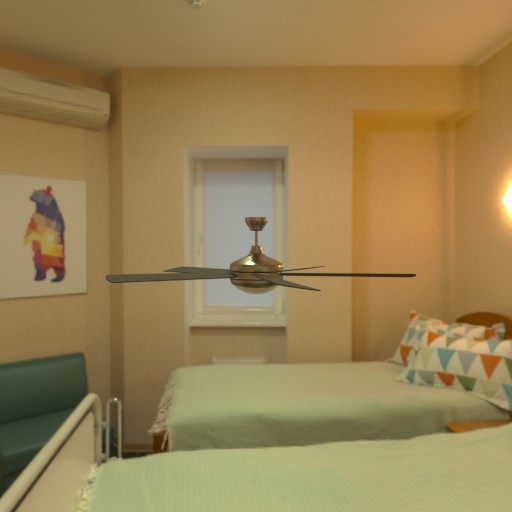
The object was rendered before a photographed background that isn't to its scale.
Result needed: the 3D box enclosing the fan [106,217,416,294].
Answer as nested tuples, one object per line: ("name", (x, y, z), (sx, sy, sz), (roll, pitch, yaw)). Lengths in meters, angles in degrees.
("fan", (0.000, 0.000, 2.056), (1.321, 0.356, 1.321), (-1, 2, -36))
